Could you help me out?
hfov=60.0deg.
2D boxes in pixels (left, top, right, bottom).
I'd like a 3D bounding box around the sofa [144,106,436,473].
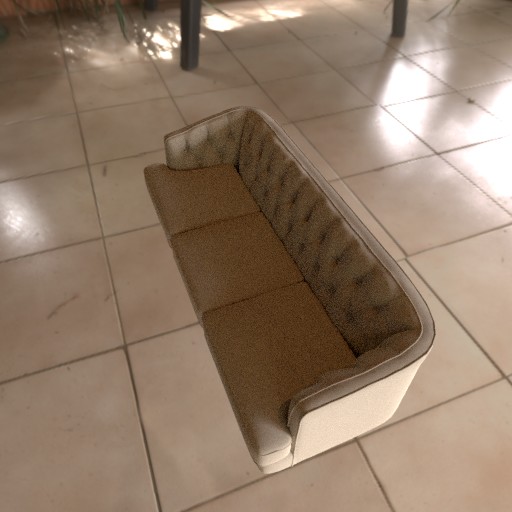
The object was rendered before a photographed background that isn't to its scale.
[{"bbox_3d":[0.000,0.000,2.733,0.941,0.855,2.278,-17,49,-15],"label":"sofa"}]
